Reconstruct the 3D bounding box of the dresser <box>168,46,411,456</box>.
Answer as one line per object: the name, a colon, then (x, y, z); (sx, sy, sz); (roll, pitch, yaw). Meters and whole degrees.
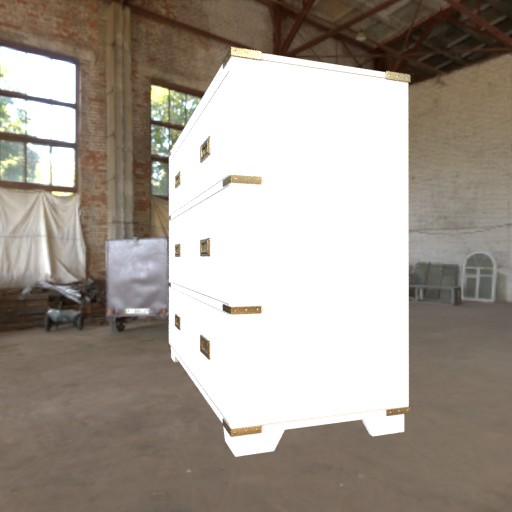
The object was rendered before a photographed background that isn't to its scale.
dresser: (0.000, 0.000, 1.502); (0.460, 0.891, 1.022); (0, 0, -19)
